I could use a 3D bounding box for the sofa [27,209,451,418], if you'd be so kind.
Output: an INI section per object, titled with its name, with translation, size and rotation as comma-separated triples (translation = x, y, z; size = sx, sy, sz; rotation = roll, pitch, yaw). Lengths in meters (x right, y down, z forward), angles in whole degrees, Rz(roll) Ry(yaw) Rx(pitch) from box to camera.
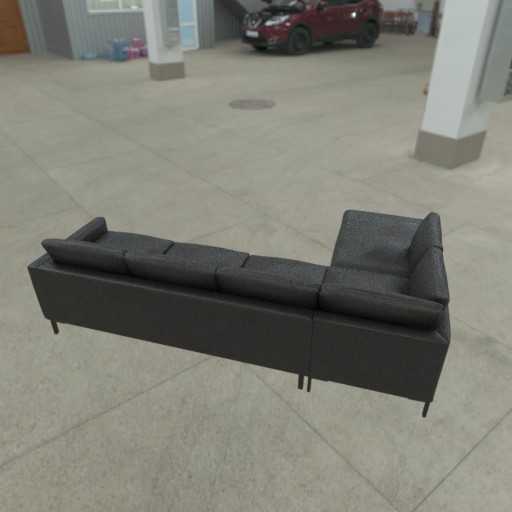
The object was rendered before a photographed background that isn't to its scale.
[sofa]
translation = 0.000, 0.000, 3.805
size = 2.984, 0.877, 1.938
rotation = 9, 33, 14
